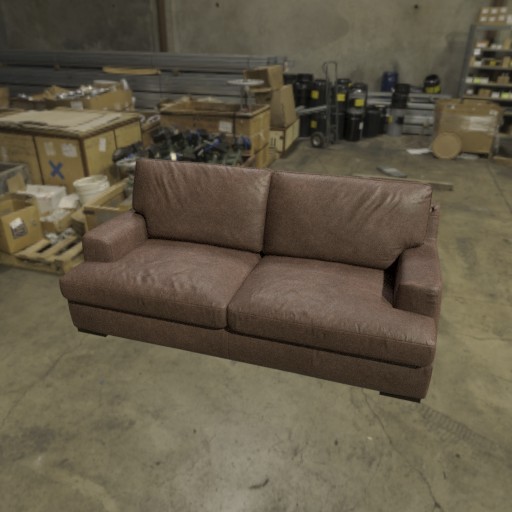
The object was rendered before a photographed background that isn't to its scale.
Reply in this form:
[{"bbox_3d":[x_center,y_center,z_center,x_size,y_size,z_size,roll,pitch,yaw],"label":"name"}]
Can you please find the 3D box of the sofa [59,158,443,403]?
[{"bbox_3d":[0.000,0.000,2.848,2.261,0.941,1.143,8,28,15],"label":"sofa"}]
